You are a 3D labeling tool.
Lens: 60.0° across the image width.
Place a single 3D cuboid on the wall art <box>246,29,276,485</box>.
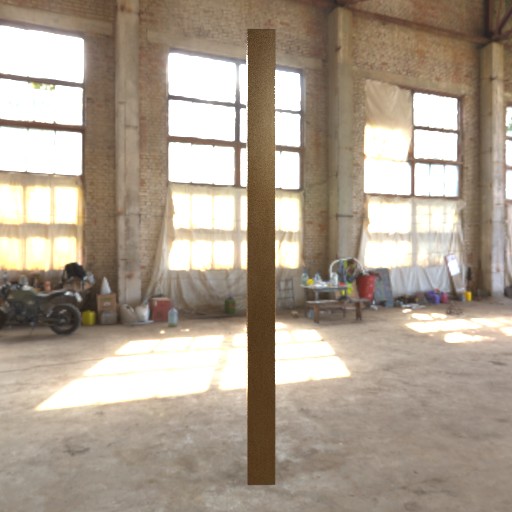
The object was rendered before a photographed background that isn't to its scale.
[{"bbox_3d":[0.000,0.000,0.444,0.019,0.302,0.302,0,1,-1],"label":"wall art"}]
